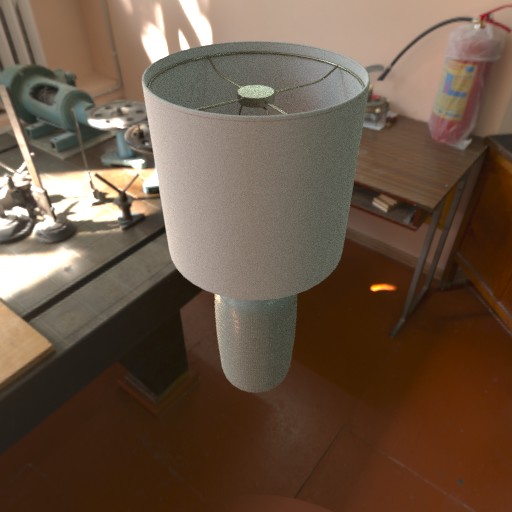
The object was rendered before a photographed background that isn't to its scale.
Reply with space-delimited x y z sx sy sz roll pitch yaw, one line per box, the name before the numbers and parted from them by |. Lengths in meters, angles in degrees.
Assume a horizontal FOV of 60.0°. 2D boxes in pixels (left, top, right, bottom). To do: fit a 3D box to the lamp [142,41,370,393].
lamp | 0.000 0.000 0.589 0.220 0.475 0.220 -12 42 -14
